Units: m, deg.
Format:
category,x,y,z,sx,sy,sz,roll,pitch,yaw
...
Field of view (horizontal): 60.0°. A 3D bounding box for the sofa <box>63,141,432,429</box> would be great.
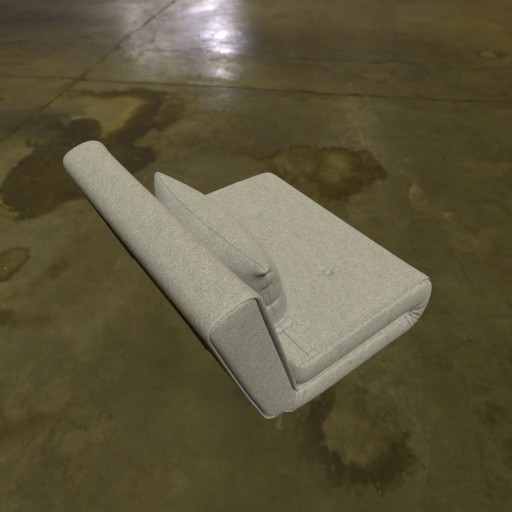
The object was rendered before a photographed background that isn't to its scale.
category,x,y,z,sx,sy,sz,roll,pitch,yaw
sofa,0.000,0.000,1.747,1.000,0.825,1.020,-26,47,-27
